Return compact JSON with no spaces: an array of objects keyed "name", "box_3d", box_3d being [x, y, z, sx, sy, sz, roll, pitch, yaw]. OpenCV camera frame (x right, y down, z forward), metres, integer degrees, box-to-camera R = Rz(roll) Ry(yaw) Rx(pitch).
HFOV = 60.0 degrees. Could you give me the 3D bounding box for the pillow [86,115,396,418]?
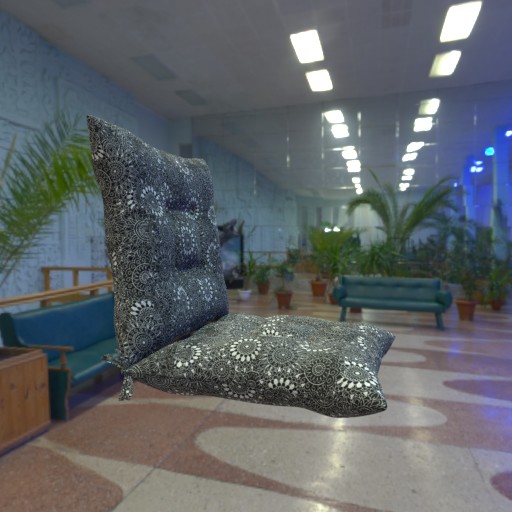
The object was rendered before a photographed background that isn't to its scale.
[{"name":"pillow","box_3d":[0.000,0.000,0.979,0.585,0.536,0.541,1,2,18]}]
